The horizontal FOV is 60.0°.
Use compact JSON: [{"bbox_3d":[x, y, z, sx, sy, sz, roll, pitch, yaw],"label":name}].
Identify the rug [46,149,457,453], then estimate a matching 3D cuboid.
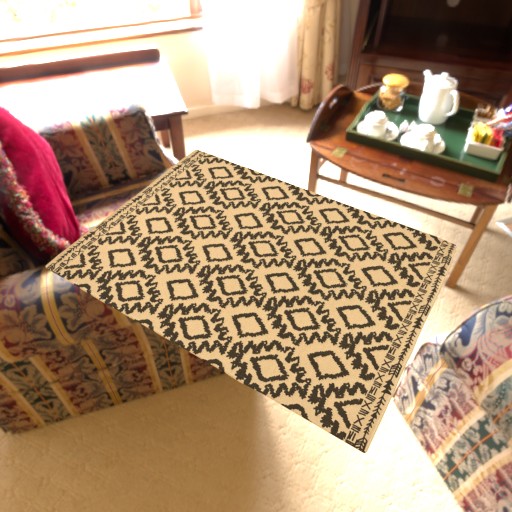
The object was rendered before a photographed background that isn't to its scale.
[{"bbox_3d":[0.000,0.000,4.414,3.369,0.036,2.444,24,51,21],"label":"rug"}]
